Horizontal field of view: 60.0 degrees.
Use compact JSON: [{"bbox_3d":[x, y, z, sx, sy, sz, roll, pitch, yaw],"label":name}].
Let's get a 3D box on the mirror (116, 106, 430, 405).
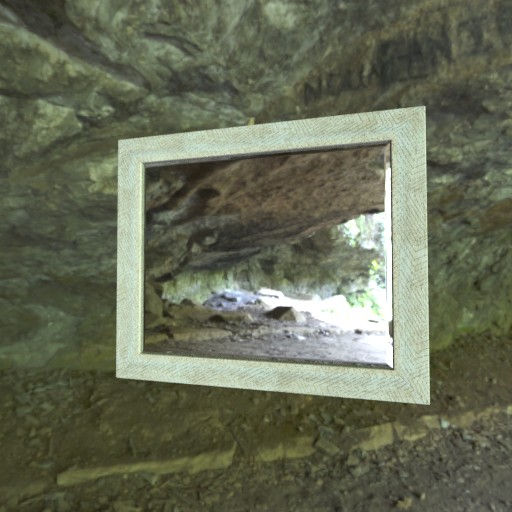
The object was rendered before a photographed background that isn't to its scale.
[{"bbox_3d":[0.000,0.000,1.162,0.839,0.689,0.028,-1,-2,18],"label":"mirror"}]
